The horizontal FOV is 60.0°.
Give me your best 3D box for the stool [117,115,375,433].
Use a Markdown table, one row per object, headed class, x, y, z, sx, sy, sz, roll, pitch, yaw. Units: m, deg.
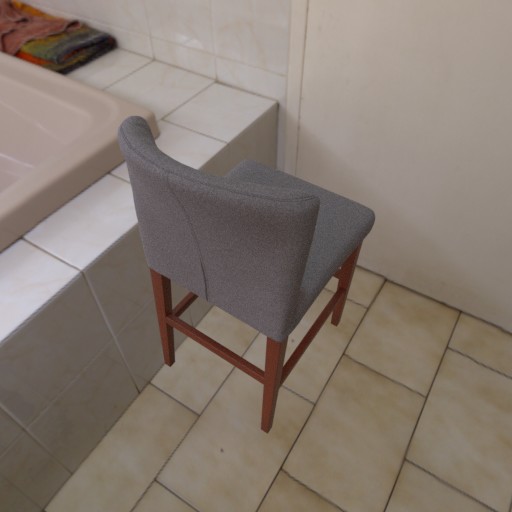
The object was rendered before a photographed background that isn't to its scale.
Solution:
| class | x | y | z | sx | sy | sz | roll | pitch | yaw |
| --- | --- | --- | --- | --- | --- | --- | --- | --- | --- |
| stool | 0.000 | 0.000 | 1.287 | 0.481 | 0.968 | 0.568 | 27 | 54 | 22 |
